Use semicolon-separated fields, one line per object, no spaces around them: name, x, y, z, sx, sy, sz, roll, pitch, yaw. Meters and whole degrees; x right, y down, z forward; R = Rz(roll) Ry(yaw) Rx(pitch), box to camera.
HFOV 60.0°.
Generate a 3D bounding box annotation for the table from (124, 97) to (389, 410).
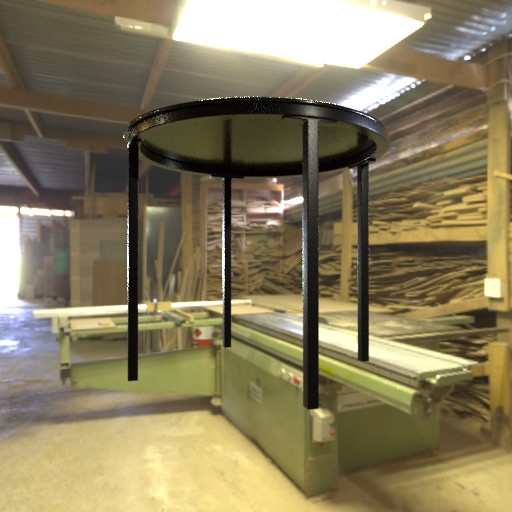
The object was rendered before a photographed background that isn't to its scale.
table;0.000;0.000;0.870;0.499;0.443;0.499;0;-1;0
